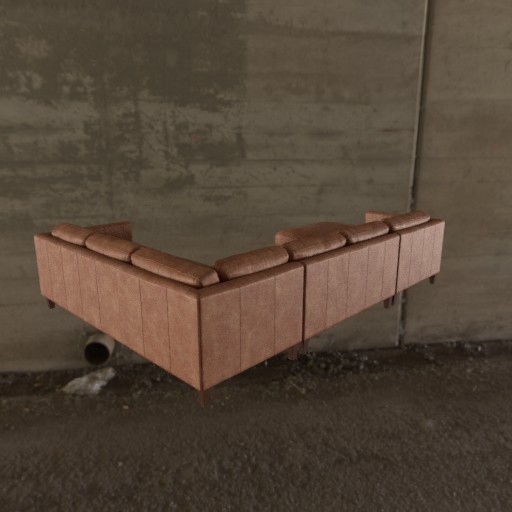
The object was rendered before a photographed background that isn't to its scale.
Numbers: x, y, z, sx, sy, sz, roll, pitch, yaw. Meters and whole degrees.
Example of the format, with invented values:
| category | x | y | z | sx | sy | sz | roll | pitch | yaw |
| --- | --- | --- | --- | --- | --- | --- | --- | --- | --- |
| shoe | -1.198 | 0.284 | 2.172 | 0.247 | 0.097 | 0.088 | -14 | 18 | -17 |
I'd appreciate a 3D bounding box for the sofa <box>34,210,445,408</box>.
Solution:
| category | x | y | z | sx | sy | sz | roll | pitch | yaw |
| --- | --- | --- | --- | --- | --- | --- | --- | --- | --- |
| sofa | 0.000 | 0.000 | 4.516 | 2.430 | 0.832 | 3.401 | 14 | 20 | 42 |
